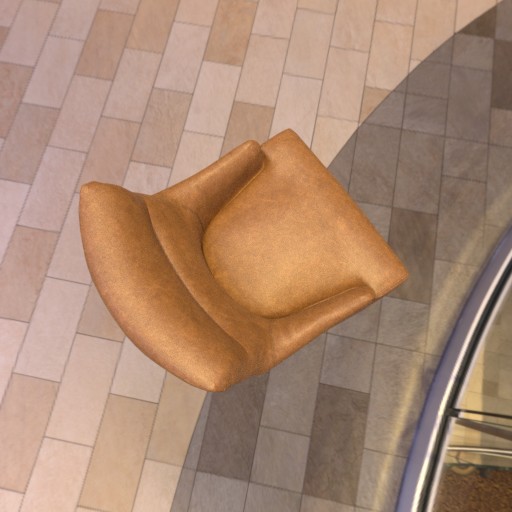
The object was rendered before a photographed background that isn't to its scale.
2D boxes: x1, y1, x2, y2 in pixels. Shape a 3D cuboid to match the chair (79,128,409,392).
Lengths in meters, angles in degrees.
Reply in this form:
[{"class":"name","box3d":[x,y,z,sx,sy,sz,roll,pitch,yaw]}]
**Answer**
[{"class":"chair","box3d":[0.000,0.000,1.530,0.874,0.869,0.729,-34,77,-9]}]
